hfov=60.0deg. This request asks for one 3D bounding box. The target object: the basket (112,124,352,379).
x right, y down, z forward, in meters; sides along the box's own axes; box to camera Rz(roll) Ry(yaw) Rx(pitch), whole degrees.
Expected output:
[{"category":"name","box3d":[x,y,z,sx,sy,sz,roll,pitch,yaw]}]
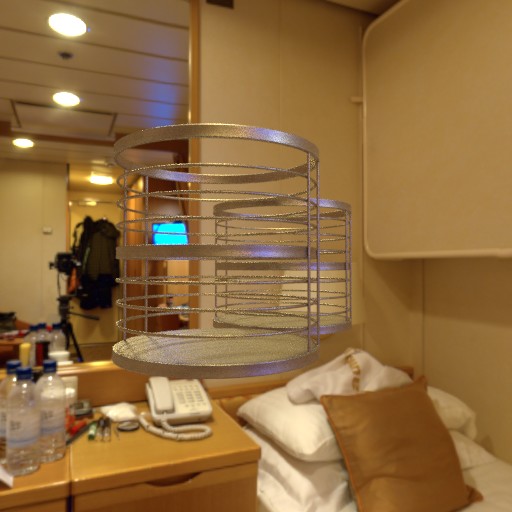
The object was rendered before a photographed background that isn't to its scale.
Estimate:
[{"category":"basket","box3d":[0.000,0.000,0.968,0.356,0.351,0.746,0,-1,20]}]
